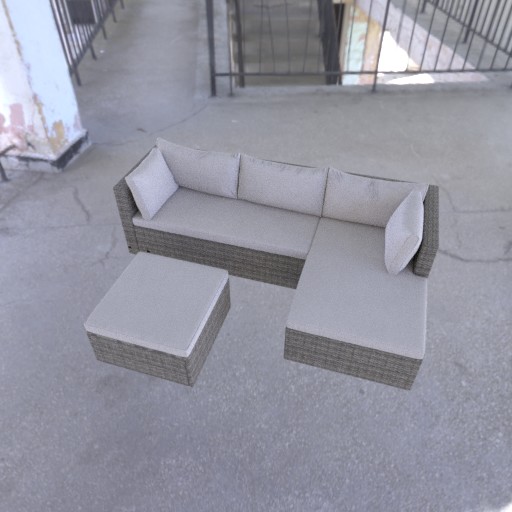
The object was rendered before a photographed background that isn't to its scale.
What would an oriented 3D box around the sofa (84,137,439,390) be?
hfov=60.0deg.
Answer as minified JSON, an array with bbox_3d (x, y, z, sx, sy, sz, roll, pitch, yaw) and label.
[{"bbox_3d":[0.000,0.000,2.935,2.192,0.766,1.662,12,43,13],"label":"sofa"}]
